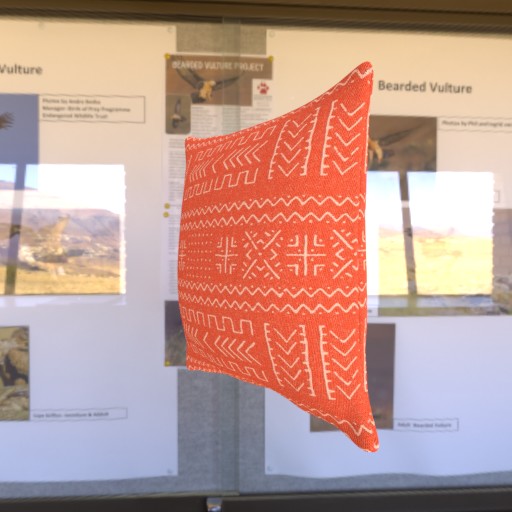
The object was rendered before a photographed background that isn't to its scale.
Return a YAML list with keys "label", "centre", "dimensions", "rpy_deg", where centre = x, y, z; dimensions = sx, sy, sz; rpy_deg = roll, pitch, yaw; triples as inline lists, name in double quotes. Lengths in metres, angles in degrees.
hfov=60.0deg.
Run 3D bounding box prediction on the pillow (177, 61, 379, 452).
- label: "pillow"
  centre: [0.000, 0.000, 0.646]
  dimensions: [0.164, 0.429, 0.438]
  rpy_deg: [-1, 1, -36]
